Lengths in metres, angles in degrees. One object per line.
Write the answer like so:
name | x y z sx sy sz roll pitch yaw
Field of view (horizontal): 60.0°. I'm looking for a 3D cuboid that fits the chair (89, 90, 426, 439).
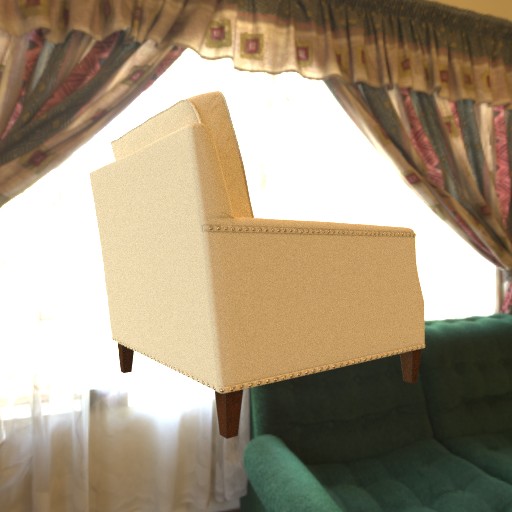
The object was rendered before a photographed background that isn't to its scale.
chair | 0.000 0.000 1.706 1.014 0.943 0.853 -1 1 -36
